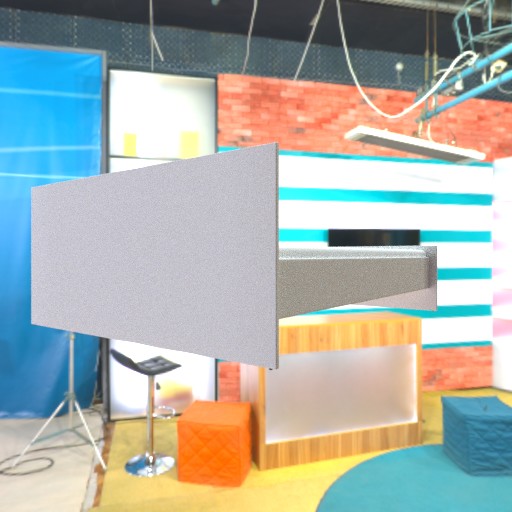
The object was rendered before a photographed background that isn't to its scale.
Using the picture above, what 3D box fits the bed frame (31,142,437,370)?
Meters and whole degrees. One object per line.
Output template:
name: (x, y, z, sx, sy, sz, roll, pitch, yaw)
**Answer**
bed frame: (0.000, 0.000, 2.884, 1.720, 0.800, 2.060, 0, 0, 37)
